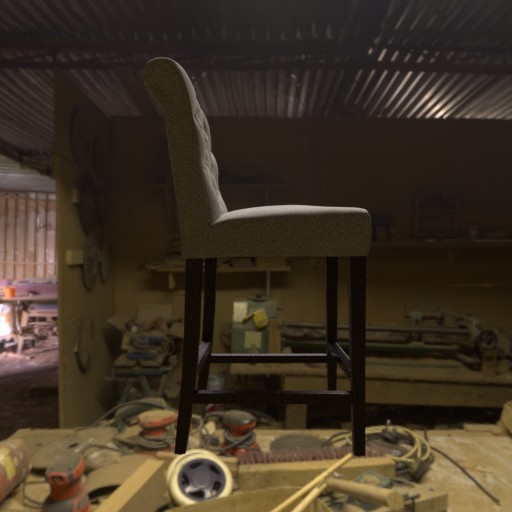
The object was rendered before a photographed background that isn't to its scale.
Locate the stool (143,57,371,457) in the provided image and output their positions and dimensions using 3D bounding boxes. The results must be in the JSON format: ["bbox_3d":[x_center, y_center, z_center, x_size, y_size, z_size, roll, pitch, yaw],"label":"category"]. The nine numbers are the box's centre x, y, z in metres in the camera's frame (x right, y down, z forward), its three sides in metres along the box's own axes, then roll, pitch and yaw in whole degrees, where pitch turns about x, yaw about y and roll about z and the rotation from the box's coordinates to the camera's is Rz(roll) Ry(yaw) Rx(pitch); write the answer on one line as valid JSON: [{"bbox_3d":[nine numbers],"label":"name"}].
[{"bbox_3d":[0.000,0.000,1.371,0.601,1.040,0.493,0,1,0],"label":"stool"}]
